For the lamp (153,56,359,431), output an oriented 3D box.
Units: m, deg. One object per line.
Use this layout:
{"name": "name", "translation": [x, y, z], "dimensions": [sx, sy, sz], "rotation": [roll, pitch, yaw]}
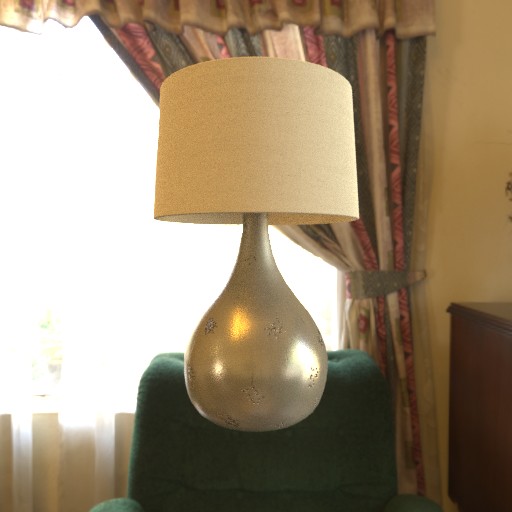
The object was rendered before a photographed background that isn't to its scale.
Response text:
{"name": "lamp", "translation": [0.000, 0.000, 0.729], "dimensions": [0.330, 0.521, 0.330], "rotation": [0, 1, 0]}
